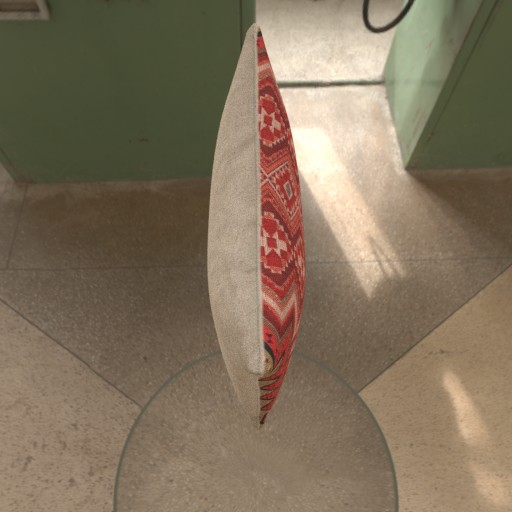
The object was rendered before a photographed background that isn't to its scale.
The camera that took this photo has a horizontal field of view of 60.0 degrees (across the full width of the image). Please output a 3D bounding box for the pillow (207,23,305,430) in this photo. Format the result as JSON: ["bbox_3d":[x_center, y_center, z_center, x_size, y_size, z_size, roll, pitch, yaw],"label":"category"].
[{"bbox_3d":[0.000,0.000,0.766,0.158,0.511,0.513,-1,63,0],"label":"pillow"}]
